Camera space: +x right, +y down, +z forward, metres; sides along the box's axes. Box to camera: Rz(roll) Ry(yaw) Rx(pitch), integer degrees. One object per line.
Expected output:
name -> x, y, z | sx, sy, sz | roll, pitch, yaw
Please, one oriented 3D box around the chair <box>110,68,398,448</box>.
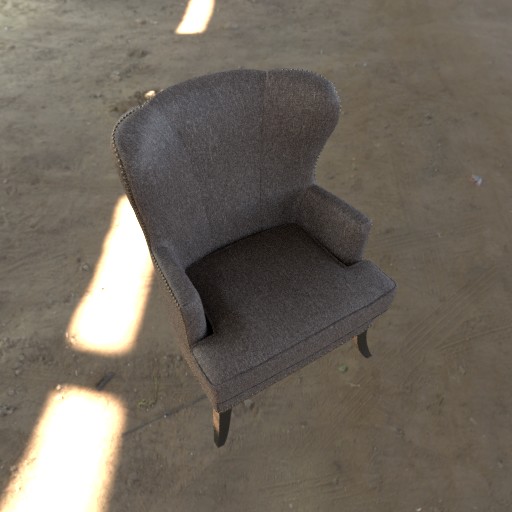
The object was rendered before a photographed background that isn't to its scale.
chair -> 0.000, 0.000, 1.613 | 0.759, 1.060, 0.758 | -24, 52, -21
